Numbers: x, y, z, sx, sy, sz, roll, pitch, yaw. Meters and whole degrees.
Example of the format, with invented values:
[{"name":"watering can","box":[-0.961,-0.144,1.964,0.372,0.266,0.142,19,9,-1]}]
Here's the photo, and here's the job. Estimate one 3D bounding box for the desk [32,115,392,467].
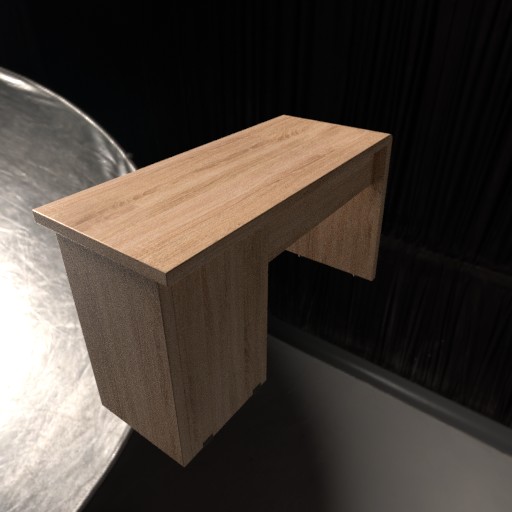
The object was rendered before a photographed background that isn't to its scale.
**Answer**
[{"name":"desk","box":[0.000,0.000,1.672,0.500,0.750,1.300,21,38,30]}]
